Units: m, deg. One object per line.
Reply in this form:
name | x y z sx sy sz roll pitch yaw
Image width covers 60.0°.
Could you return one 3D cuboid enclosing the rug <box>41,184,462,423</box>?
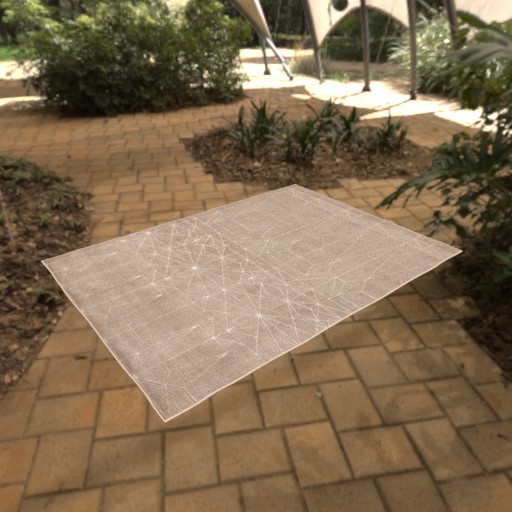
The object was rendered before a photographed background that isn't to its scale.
rug | 0.000 0.000 4.348 3.357 0.019 2.449 -22 36 -33
